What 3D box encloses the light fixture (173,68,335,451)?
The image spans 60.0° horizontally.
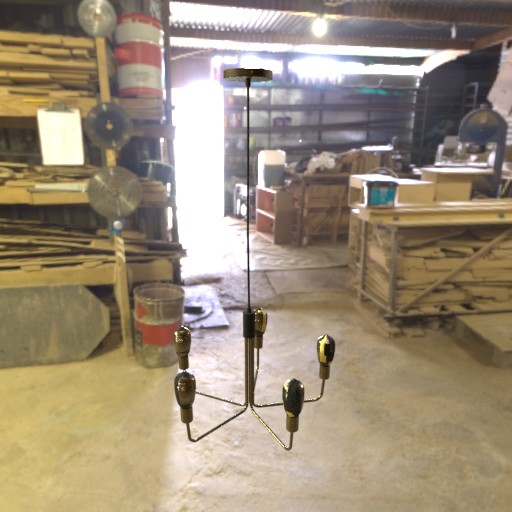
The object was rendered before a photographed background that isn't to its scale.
[{"bbox_3d":[0.000,0.000,1.372,0.532,1.059,0.588,-3,16,-10],"label":"light fixture"}]
